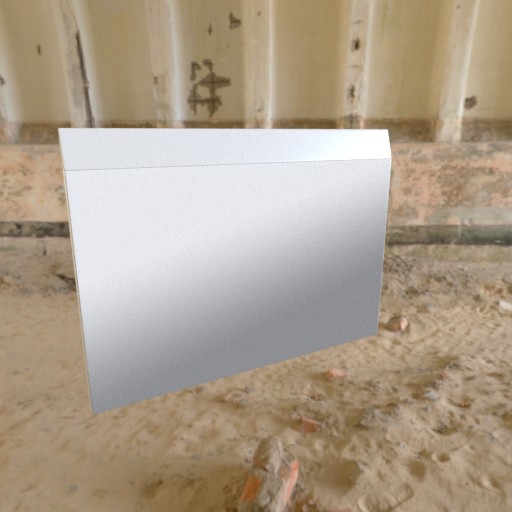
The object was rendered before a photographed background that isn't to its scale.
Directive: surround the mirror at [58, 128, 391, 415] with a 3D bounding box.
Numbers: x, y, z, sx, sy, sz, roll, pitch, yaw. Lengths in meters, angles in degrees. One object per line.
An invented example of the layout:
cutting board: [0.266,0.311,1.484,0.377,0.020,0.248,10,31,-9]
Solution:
mirror: [0.000,0.000,1.142,0.870,0.630,0.030,-8,18,-28]
